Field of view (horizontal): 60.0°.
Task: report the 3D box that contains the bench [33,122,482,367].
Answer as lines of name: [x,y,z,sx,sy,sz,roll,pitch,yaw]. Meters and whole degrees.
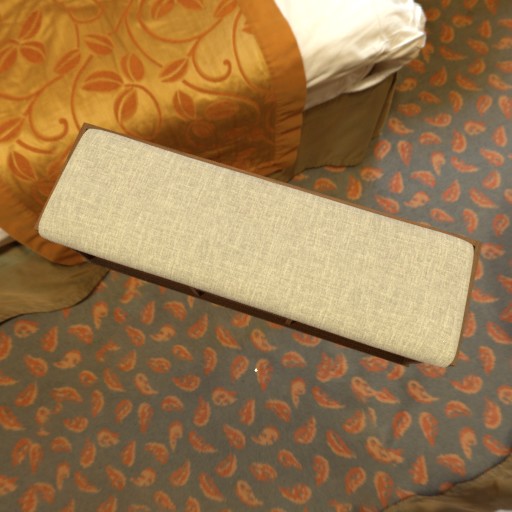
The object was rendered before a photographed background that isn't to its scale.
bench: [0.000,0.000,1.420,1.196,0.468,0.367,18,76,4]
